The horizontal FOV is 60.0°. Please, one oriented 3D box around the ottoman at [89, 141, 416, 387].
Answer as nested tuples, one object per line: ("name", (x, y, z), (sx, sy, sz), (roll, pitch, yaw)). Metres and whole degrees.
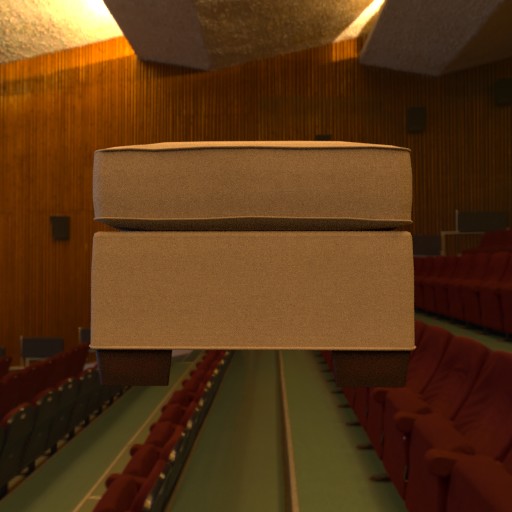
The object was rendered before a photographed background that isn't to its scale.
("ottoman", (0.000, 0.000, 1.239), (0.617, 0.503, 0.846), (0, -1, 1))
